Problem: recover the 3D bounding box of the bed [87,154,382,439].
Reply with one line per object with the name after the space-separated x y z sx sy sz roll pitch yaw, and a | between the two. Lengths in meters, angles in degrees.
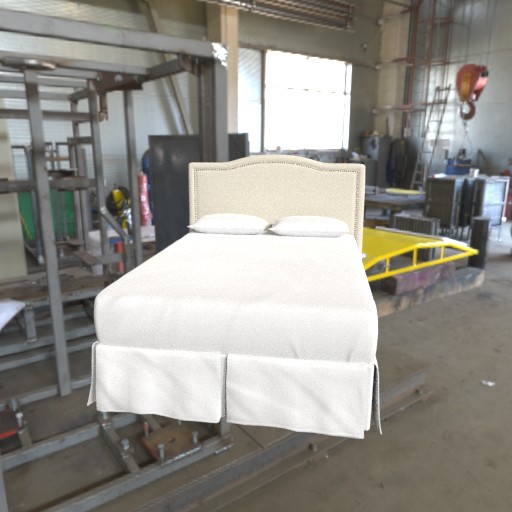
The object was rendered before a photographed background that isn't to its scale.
0.000 0.000 3.349 1.741 1.449 2.196 2 14 8 | bed
